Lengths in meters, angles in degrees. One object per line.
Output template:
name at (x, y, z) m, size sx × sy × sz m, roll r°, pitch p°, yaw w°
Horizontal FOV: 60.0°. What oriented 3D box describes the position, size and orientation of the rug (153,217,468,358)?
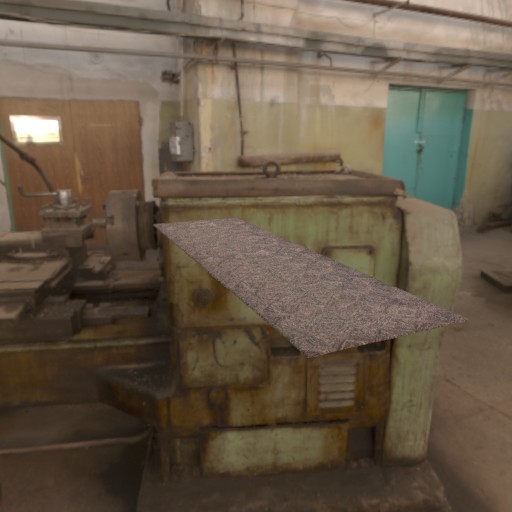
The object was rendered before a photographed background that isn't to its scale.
rug at (0.000, 0.000, 2.508) m, size 0.691 × 0.011 × 2.296 m, roll -7°, pitch 17°, yaw -24°
